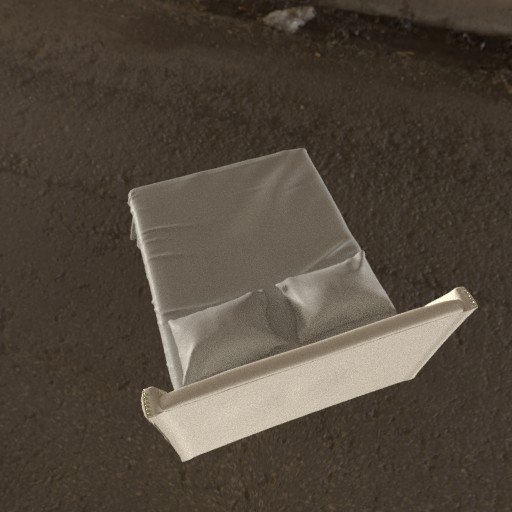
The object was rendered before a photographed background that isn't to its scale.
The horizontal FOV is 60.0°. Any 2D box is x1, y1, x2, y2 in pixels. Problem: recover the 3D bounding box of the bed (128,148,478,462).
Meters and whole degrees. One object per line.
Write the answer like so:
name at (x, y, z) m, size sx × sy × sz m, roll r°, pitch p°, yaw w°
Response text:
bed at (0.000, 0.000, 3.450) m, size 1.925 × 1.332 × 2.276 m, roll -16°, pitch 58°, yaw -10°
